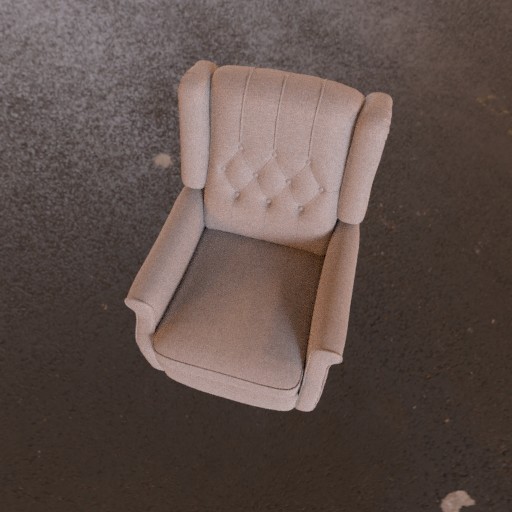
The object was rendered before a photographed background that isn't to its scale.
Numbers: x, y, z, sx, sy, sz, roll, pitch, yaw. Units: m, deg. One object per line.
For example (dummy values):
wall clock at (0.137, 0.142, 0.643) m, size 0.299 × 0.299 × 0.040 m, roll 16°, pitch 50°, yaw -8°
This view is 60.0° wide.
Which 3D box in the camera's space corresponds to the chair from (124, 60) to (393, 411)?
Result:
chair at (0.000, 0.000, 1.635) m, size 0.742 × 1.035 × 0.902 m, roll 14°, pitch 61°, yaw 8°
